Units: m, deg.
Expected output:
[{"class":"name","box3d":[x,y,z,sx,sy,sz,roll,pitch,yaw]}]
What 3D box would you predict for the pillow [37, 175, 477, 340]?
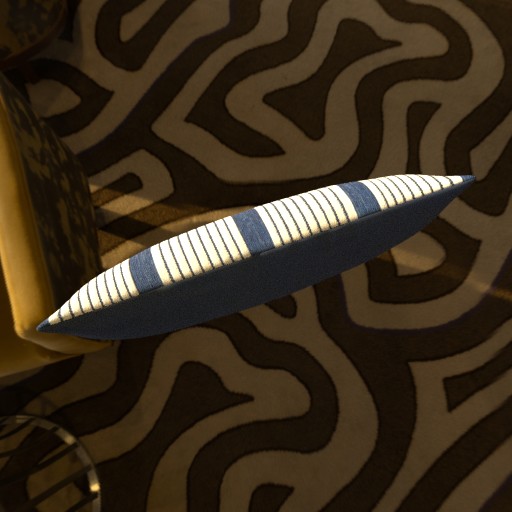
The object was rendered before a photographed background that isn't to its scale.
[{"class":"pillow","box3d":[0.000,0.000,0.719,0.608,0.292,0.156,-19,77,-5]}]
